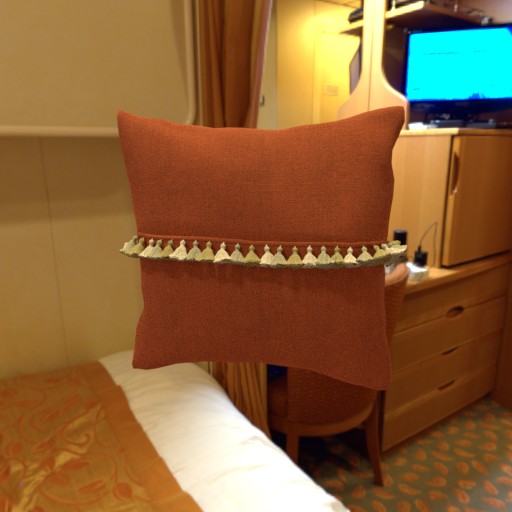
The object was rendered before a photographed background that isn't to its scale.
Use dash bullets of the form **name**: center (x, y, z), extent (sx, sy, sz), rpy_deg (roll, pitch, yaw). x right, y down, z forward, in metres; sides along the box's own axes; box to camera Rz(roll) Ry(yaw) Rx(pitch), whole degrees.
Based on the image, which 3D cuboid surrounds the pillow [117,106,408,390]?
- **pillow**: center (0.000, 0.000, 0.753), extent (0.490, 0.482, 0.165), rpy_deg (2, 14, 9)
